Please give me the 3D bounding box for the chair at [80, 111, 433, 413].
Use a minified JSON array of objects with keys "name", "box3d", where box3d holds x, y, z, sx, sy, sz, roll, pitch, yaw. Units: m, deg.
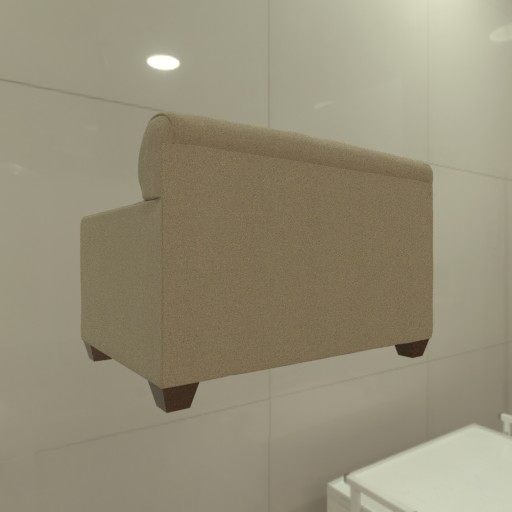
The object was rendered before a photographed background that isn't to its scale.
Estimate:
[{"name":"chair","box3d":[0.000,0.000,2.083,1.383,0.948,1.000,0,0,-35]}]
